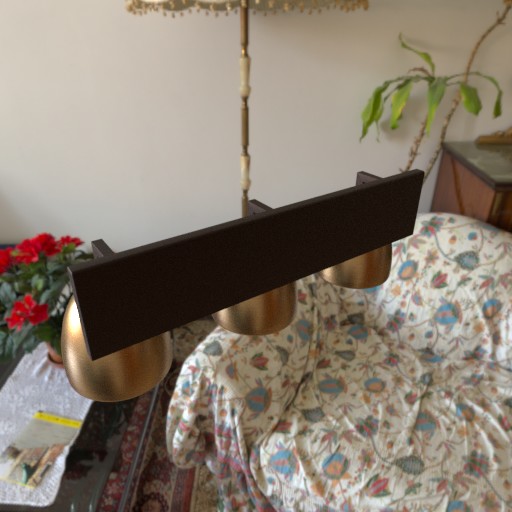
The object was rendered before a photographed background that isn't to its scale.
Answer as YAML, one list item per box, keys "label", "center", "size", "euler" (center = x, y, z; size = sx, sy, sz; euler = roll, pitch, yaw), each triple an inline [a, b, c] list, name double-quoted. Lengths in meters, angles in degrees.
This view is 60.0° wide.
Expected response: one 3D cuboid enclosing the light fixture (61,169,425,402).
- label: "light fixture"
  center: [0.000, 0.000, 0.667]
  size: [0.582, 0.204, 0.157]
  euler: [-19, 34, -30]
